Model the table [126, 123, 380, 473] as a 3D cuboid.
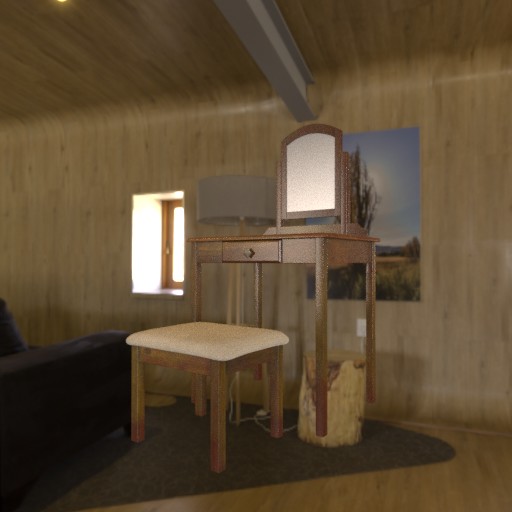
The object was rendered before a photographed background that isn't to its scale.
[{"bbox_3d":[0.000,0.000,2.275,0.876,1.631,1.211,0,-1,36],"label":"table"}]
